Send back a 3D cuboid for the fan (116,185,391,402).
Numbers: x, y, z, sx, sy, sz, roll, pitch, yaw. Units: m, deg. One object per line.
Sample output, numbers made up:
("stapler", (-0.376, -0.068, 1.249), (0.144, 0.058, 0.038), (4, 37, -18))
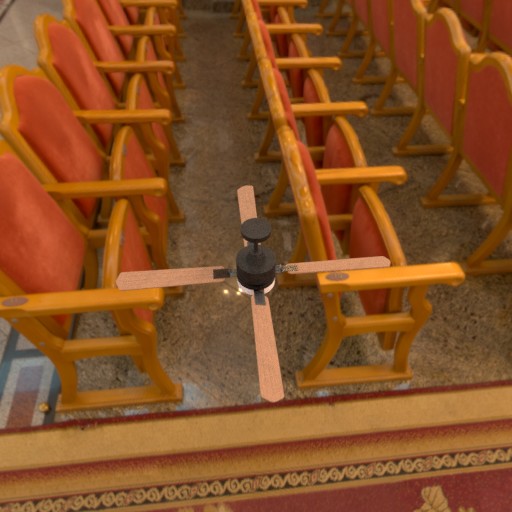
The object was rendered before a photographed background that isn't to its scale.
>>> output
("fan", (0.000, 0.000, 2.048), (1.320, 0.355, 1.320), (-4, 47, -4))
